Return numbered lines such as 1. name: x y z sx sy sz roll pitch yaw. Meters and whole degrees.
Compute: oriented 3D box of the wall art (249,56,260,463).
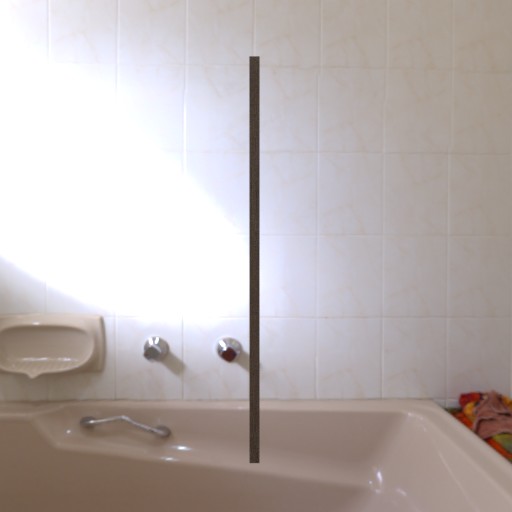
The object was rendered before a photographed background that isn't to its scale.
1. wall art: 0.000 0.000 1.348 0.019 0.774 1.012 0 1 0
